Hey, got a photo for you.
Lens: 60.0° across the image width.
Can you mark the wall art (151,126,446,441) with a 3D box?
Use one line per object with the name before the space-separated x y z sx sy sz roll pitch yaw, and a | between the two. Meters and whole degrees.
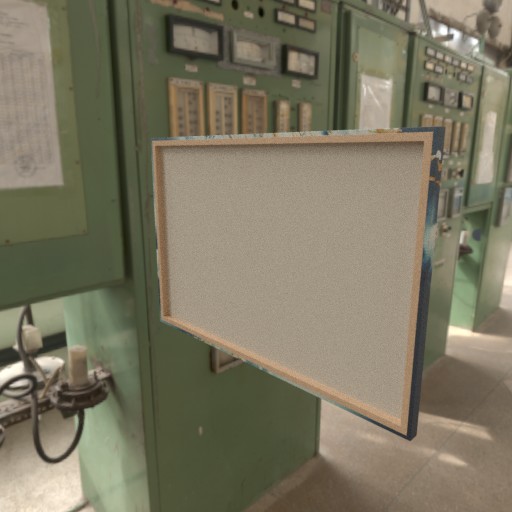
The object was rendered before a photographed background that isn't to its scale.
wall art | 0.000 0.000 1.431 0.035 0.759 1.138 -13 18 -43
